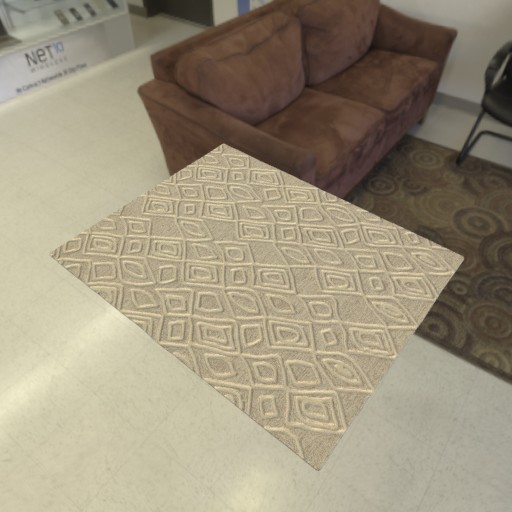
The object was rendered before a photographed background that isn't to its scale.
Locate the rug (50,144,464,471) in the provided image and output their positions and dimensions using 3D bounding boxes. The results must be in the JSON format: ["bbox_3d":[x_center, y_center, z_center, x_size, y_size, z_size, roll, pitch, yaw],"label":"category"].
[{"bbox_3d":[0.000,0.000,4.147,3.049,0.025,2.449,31,54,26],"label":"rug"}]
